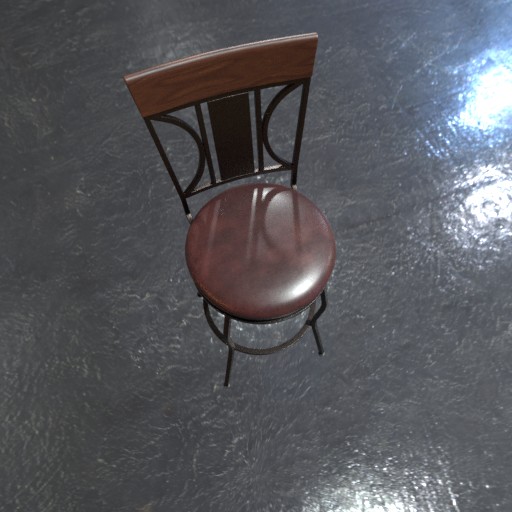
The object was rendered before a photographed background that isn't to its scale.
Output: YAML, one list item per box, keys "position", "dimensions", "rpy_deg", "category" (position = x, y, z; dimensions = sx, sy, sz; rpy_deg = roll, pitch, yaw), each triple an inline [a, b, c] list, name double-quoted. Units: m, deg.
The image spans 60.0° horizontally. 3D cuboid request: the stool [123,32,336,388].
- position: [0.000, 0.000, 1.388]
  dimensions: [0.448, 1.130, 0.513]
  rpy_deg: [-17, 65, -8]
  category: "stool"
